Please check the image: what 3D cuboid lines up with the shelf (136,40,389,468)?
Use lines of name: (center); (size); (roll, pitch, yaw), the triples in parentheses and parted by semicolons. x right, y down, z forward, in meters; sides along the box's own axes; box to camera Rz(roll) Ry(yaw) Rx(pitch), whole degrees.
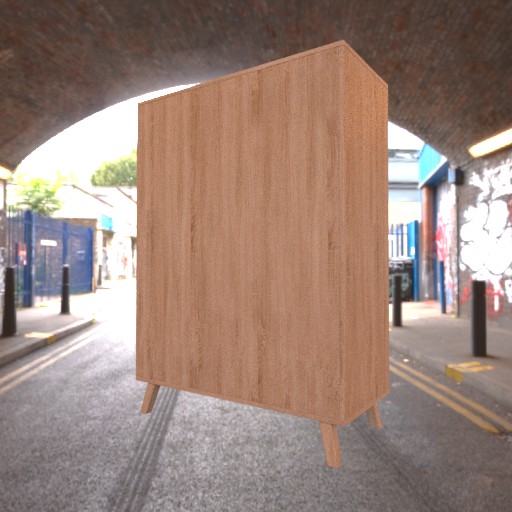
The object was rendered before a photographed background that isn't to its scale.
shelf: (0.000, 0.000, 1.895); (1.000, 1.390, 0.450); (-1, -1, 35)
